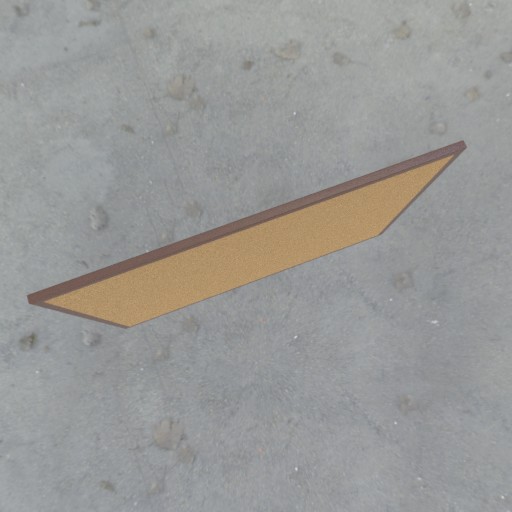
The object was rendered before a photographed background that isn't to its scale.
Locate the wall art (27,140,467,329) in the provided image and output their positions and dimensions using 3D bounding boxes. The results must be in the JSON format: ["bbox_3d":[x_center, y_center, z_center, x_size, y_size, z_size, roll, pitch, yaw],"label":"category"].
[{"bbox_3d":[0.000,0.000,0.848,0.660,0.455,0.014,-20,77,-5],"label":"wall art"}]
